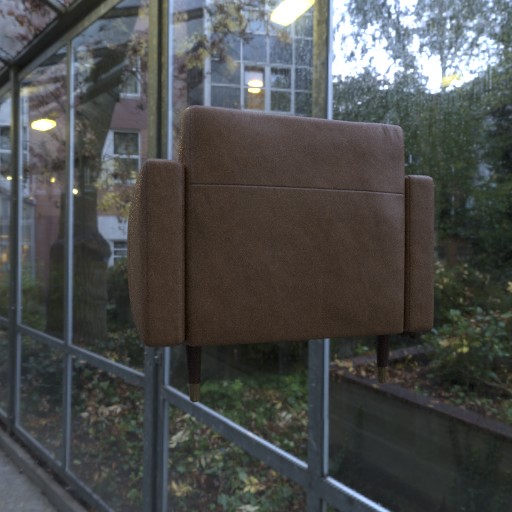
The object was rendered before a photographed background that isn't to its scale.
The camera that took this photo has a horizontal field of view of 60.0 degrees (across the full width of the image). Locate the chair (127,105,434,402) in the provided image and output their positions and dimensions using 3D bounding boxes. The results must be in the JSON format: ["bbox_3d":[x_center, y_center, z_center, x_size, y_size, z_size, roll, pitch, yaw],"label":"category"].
[{"bbox_3d":[0.000,0.000,1.718,0.953,0.819,0.998,0,0,-17],"label":"chair"}]
